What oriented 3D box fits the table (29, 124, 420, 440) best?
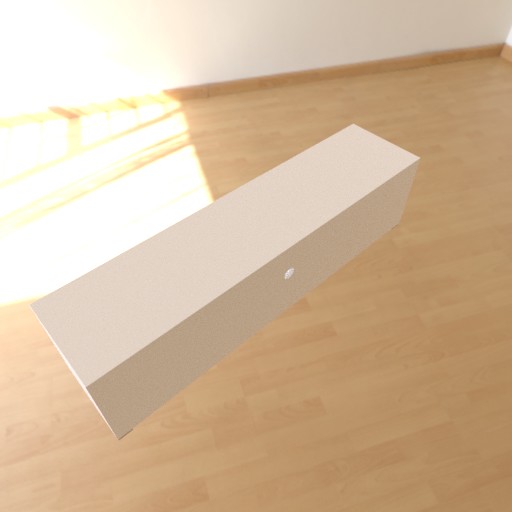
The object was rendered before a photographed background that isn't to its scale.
[{"bbox_3d":[0.000,0.000,1.879,1.650,0.420,0.390,-34,56,-27],"label":"table"}]
